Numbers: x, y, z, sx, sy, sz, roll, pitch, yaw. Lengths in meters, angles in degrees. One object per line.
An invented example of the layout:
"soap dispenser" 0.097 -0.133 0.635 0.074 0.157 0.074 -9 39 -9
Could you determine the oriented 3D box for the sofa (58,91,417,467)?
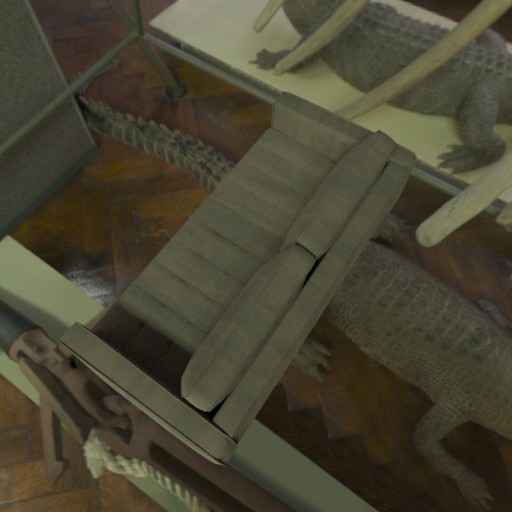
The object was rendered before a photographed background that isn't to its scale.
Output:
"sofa" 0.000 0.000 2.415 0.924 0.825 1.920 31 67 15
